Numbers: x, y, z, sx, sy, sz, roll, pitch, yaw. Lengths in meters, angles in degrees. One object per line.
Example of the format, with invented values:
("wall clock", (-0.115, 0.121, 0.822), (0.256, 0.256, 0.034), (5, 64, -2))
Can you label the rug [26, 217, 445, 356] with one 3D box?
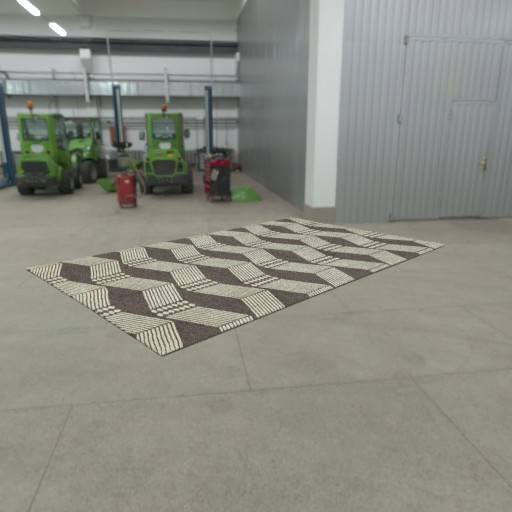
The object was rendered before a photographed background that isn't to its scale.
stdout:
("rug", (0.000, 0.000, 2.985), (2.435, 0.011, 1.517), (-14, 21, -42))
